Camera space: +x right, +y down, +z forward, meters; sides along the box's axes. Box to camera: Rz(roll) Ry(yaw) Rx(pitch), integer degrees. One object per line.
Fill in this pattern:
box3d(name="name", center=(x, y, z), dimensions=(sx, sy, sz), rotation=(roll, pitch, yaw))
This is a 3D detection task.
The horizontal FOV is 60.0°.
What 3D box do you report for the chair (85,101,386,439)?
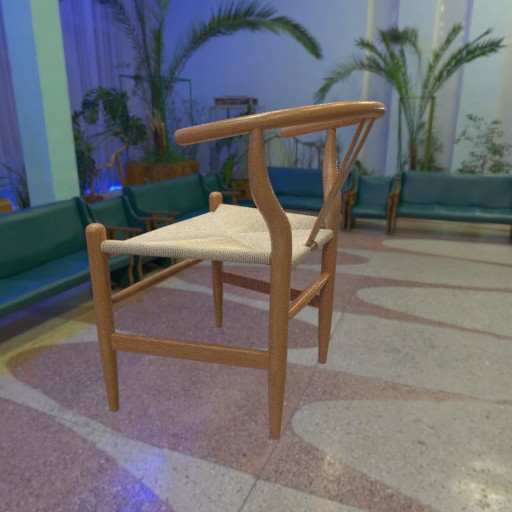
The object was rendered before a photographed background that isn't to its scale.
box3d(name="chair", center=(0.000, 0.000, 1.126), dimensions=(0.579, 0.730, 0.569), rotation=(8, 18, 24))
